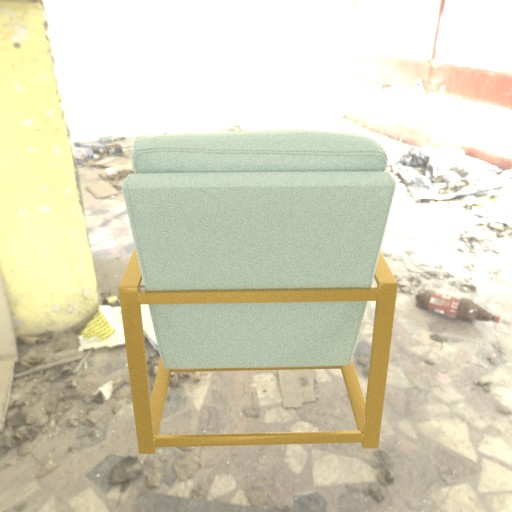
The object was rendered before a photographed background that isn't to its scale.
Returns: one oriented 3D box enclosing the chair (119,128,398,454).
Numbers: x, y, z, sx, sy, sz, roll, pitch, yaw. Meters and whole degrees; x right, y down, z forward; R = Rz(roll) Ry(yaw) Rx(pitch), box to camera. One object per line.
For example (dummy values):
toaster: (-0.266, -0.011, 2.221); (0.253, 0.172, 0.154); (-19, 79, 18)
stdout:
chair: (0.000, 0.000, 1.519); (0.758, 0.956, 0.813); (-1, 29, -1)
